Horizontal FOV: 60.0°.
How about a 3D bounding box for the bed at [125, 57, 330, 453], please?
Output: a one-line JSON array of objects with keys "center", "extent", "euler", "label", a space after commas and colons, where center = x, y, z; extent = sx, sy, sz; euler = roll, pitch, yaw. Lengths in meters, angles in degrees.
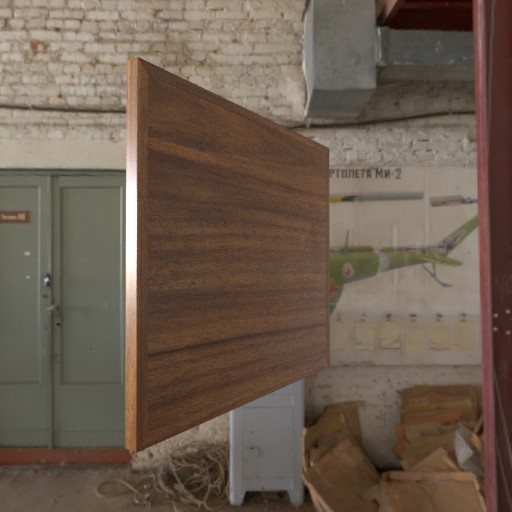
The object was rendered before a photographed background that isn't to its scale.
[{"center": [0.000, 0.000, 1.489], "extent": [0.043, 0.940, 1.041], "euler": [0, -1, 35], "label": "bed"}]
